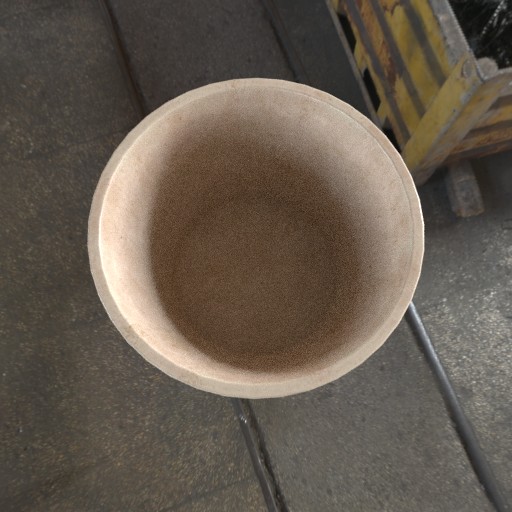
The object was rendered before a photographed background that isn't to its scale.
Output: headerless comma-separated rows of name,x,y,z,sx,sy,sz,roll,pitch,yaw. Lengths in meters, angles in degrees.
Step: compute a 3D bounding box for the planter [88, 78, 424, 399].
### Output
planter,0.000,0.000,0.277,0.164,0.127,0.164,0,75,0
